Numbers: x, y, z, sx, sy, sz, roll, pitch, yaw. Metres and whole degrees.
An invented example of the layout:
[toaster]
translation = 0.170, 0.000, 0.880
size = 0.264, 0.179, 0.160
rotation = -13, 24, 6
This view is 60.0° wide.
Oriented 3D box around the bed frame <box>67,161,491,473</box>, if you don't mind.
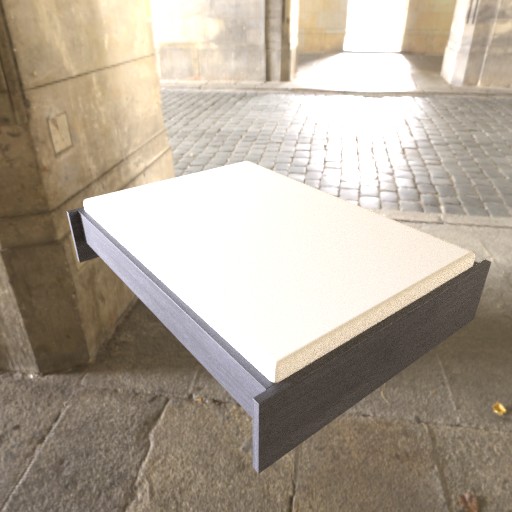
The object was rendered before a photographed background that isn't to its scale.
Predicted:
[bed frame]
translation = 0.000, 0.000, 2.575
size = 1.490, 0.432, 1.950
rotation = -21, 36, -32
